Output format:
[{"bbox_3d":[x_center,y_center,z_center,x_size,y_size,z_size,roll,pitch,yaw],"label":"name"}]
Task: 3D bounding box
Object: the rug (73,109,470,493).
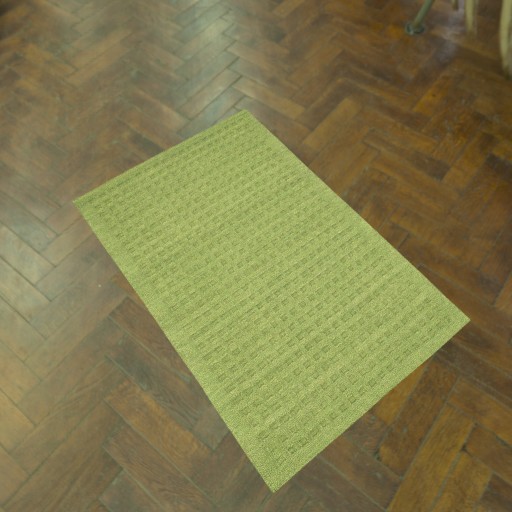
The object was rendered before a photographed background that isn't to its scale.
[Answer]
[{"bbox_3d":[0.000,0.000,2.908,1.529,0.007,2.297,-34,66,-17],"label":"rug"}]
